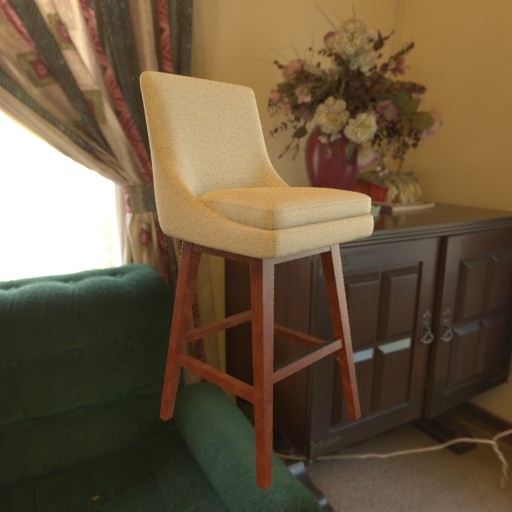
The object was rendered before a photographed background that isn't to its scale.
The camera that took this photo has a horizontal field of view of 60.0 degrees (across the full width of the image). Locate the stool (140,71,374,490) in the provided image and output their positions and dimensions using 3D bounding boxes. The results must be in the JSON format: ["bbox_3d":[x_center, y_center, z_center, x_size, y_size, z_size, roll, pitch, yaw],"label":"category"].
[{"bbox_3d":[0.000,0.000,1.372,0.559,1.092,0.470,12,17,43],"label":"stool"}]
